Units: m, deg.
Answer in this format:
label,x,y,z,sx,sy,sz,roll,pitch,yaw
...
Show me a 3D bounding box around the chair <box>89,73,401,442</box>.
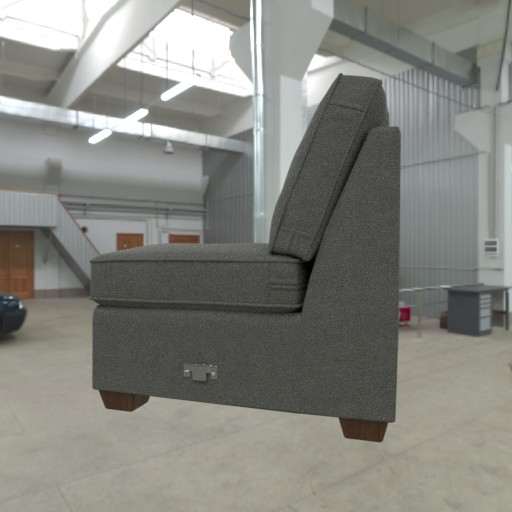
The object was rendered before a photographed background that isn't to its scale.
label,x,y,z,sx,sy,sz,roll,pitch,yaw
chair,0.000,0.000,1.526,0.938,0.970,0.621,0,1,17
